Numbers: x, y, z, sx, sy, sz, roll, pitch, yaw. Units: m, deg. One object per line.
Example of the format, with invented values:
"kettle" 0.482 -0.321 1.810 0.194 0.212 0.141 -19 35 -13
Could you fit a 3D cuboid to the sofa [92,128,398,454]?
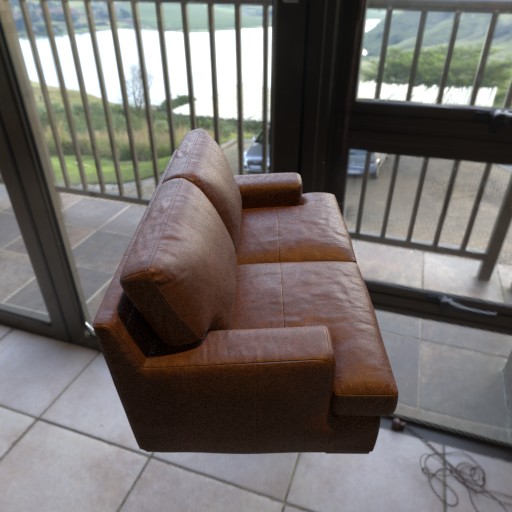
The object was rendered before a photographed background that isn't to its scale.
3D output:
"sofa" 0.000 0.000 2.435 1.143 0.939 1.880 0 33 0
